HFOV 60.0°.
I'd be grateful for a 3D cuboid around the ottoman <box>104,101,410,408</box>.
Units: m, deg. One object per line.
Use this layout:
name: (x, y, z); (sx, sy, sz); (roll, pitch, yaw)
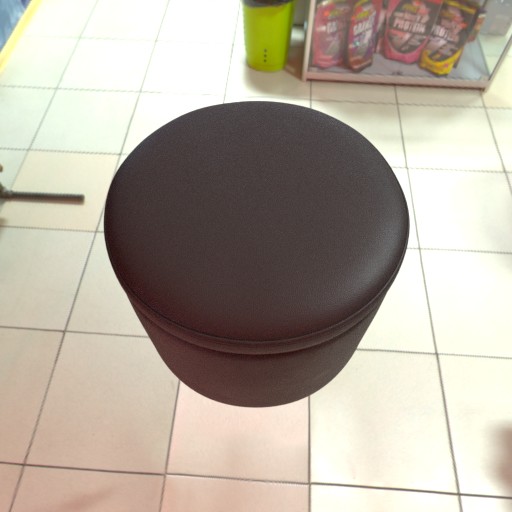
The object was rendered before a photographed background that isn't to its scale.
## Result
ottoman: (0.000, 0.000, 0.868); (0.500, 0.409, 0.500); (0, 58, 0)
